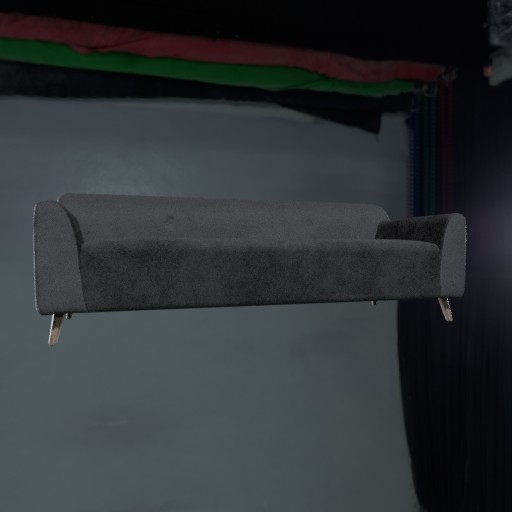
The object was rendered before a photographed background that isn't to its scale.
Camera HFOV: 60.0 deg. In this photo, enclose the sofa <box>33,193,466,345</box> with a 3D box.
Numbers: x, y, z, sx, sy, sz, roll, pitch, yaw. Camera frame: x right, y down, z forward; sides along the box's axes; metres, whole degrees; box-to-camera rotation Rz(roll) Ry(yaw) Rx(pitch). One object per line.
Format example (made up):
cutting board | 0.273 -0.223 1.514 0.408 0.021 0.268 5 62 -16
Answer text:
sofa | 0.000 0.000 2.554 2.190 0.740 0.900 0 1 -18
